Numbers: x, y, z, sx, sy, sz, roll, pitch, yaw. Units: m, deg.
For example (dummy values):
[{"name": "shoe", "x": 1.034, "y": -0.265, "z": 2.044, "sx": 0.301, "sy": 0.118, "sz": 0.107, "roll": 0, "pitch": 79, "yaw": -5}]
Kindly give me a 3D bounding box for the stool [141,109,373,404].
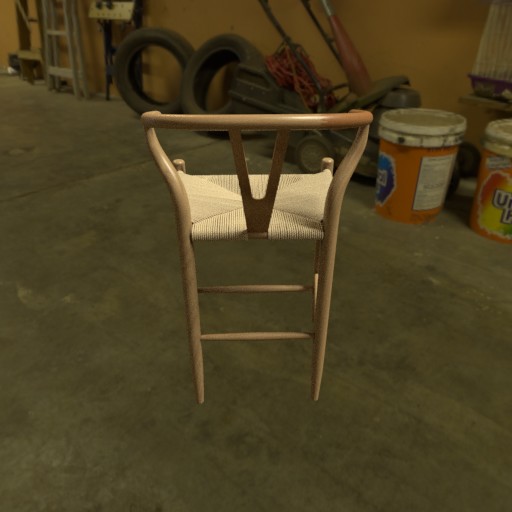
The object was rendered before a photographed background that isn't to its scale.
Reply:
[{"name": "stool", "x": 0.000, "y": 0.000, "z": 1.293, "sx": 0.536, "sy": 0.923, "sz": 0.575, "roll": -1, "pitch": 30, "yaw": -2}]
